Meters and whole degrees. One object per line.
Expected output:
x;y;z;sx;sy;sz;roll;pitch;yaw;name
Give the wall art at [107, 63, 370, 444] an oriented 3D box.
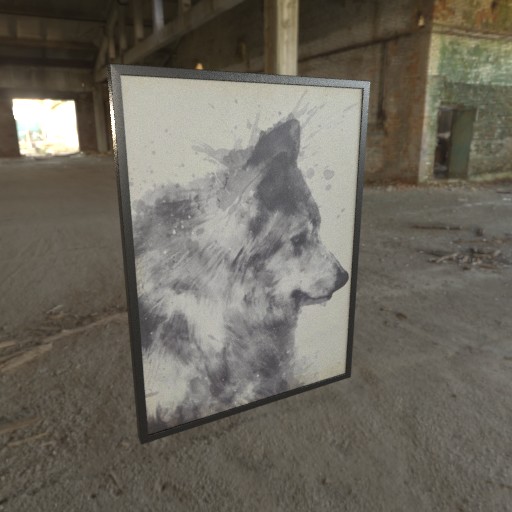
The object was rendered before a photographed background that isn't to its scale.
0.000;0.000;1.388;0.804;1.061;0.039;-8;18;-27;wall art
